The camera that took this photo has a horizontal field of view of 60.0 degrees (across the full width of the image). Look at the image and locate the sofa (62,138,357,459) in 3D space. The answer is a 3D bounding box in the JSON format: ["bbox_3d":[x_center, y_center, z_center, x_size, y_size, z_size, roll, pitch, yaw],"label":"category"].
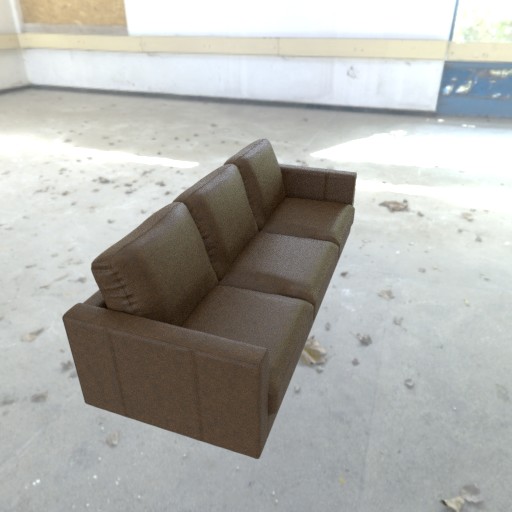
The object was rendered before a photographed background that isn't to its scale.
[{"bbox_3d":[0.000,0.000,2.712,0.903,0.930,2.231,10,31,17],"label":"sofa"}]
